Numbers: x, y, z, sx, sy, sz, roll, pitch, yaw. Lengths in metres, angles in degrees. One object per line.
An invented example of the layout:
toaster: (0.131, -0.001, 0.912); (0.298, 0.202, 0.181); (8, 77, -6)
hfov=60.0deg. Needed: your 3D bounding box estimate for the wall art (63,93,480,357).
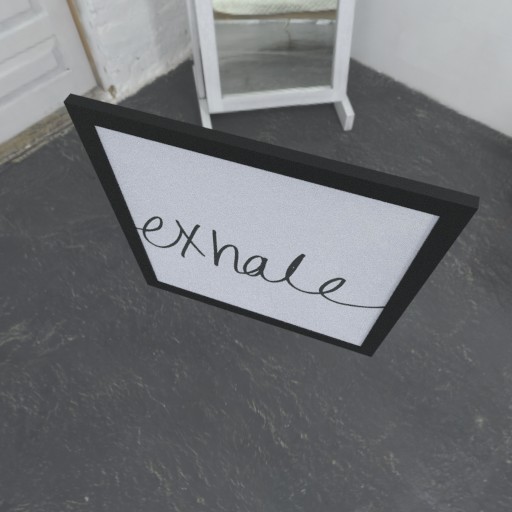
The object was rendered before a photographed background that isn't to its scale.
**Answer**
wall art: (0.000, 0.000, 0.519); (0.358, 0.357, 0.012); (17, 61, 10)
